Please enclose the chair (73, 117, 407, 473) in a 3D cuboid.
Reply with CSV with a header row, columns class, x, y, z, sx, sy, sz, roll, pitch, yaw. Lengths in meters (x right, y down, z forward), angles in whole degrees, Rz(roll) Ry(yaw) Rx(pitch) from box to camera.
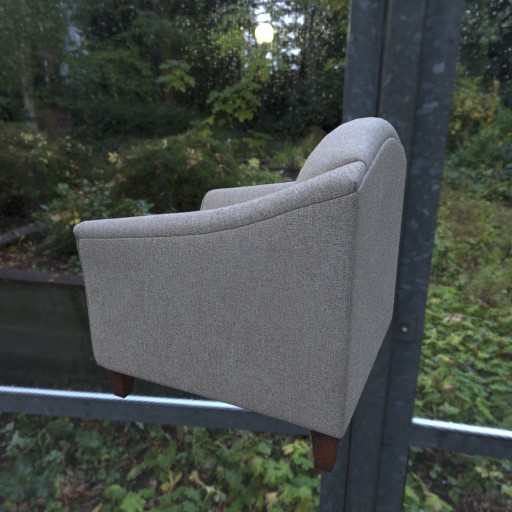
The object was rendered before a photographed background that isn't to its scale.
class,x,y,z,sx,sy,sz,roll,pitch,yaw
chair,0.000,0.000,1.412,0.787,0.839,0.763,7,18,24
